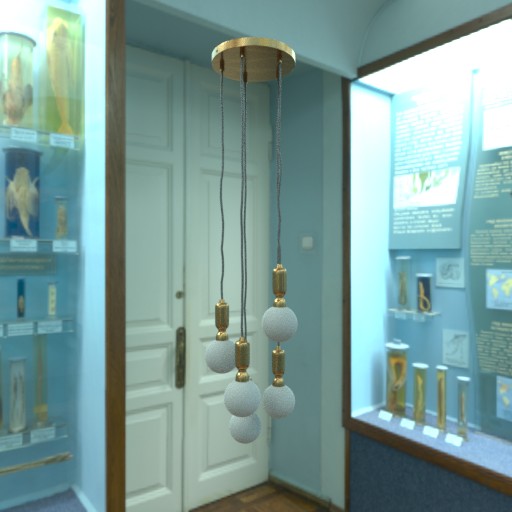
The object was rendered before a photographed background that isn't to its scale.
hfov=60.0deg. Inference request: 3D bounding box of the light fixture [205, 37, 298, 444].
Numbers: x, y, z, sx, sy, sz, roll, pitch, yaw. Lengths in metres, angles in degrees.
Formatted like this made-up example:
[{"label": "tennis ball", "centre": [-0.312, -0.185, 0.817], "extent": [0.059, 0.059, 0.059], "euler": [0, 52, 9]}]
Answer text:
[{"label": "light fixture", "centre": [0.000, 0.000, 0.511], "extent": [0.105, 0.457, 0.108], "euler": [0, 0, -35]}]
